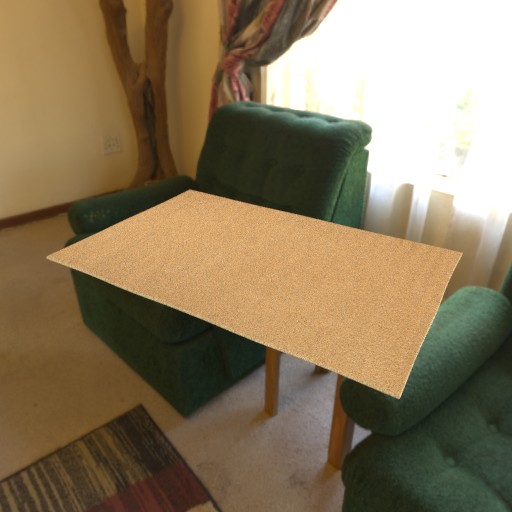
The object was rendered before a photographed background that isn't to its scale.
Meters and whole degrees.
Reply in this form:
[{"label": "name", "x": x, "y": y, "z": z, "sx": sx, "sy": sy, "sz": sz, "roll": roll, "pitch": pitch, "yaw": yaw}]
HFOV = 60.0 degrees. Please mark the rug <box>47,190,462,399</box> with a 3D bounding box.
[{"label": "rug", "x": 0.000, "y": 0.000, "z": 2.970, "sx": 2.346, "sy": 0.025, "sz": 1.500, "roll": 16, "pitch": 33, "yaw": 27}]
